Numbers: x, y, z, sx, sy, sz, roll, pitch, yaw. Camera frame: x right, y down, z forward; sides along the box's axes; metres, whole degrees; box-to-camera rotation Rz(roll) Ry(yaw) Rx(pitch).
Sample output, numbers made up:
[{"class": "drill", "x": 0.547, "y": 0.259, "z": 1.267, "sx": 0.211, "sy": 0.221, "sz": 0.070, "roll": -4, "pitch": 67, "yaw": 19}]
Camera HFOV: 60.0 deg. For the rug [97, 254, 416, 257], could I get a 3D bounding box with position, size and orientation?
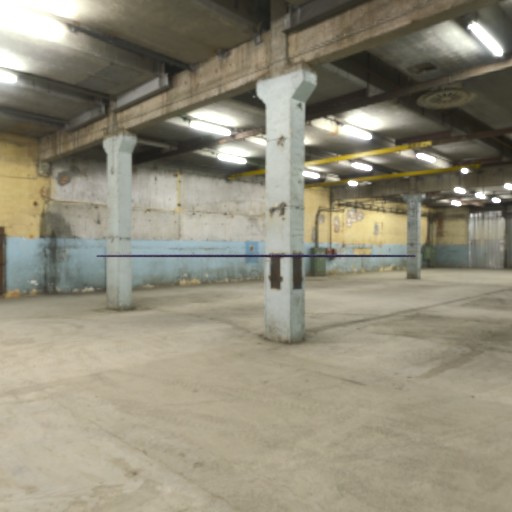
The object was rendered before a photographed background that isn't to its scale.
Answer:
[{"class": "rug", "x": 0.000, "y": 0.000, "z": 3.518, "sx": 2.386, "sy": 0.014, "sz": 2.386, "roll": 0, "pitch": 0, "yaw": 0}]
